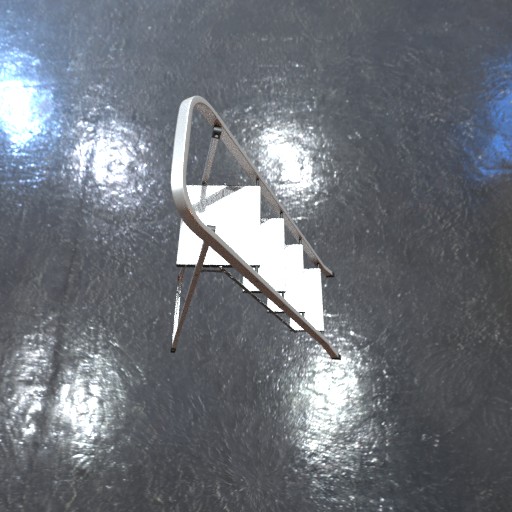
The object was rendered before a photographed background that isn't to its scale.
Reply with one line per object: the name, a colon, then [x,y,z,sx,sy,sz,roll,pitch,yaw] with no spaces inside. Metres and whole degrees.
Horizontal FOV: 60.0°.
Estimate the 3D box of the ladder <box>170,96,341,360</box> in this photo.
ladder: [0.000,0.000,1.681,0.830,1.290,0.465,1,63,0]
